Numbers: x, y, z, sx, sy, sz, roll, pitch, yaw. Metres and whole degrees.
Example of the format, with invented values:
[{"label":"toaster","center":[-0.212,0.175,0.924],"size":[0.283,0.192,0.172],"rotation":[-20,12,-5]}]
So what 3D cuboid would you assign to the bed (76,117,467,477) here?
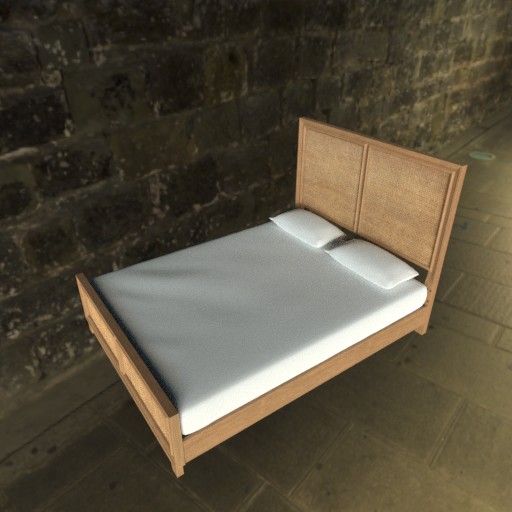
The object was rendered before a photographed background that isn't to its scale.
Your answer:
[{"label":"bed","center":[0.000,0.000,3.213],"size":[2.184,1.387,1.606],"rotation":[-20,36,-30]}]
